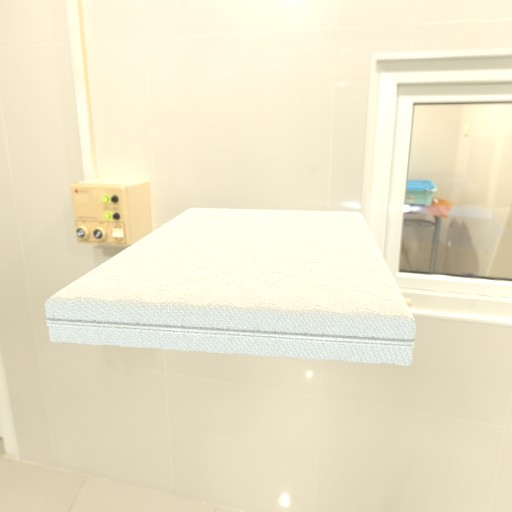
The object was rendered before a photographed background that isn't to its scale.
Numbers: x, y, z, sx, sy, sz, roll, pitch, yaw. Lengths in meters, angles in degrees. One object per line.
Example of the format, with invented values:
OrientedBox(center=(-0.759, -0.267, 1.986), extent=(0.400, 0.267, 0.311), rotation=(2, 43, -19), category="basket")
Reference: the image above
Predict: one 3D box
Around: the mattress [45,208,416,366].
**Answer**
OrientedBox(center=(0.000, 0.000, 2.593), extent=(1.400, 0.200, 2.000), rotation=(2, 16, 7), category="mattress")
